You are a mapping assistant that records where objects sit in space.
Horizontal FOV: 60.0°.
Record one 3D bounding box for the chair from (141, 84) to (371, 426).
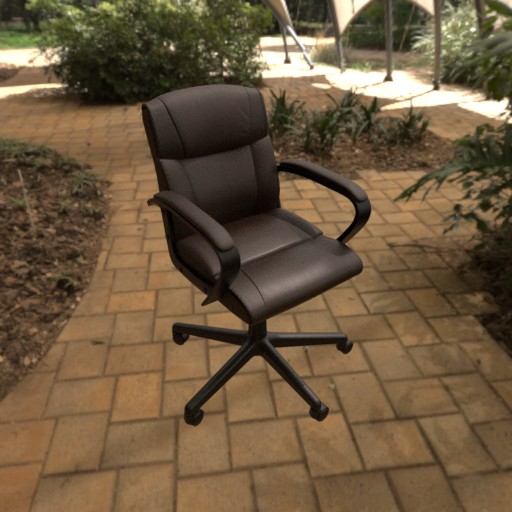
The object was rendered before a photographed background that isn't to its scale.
[{"bbox_3d":[0.000,0.000,1.508,0.739,1.004,0.717,-21,37,-31],"label":"chair"}]
